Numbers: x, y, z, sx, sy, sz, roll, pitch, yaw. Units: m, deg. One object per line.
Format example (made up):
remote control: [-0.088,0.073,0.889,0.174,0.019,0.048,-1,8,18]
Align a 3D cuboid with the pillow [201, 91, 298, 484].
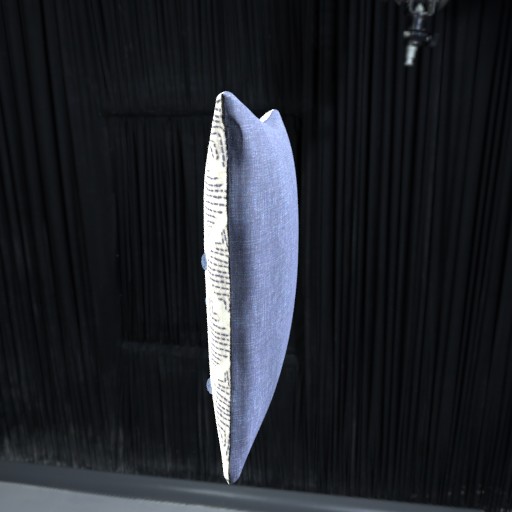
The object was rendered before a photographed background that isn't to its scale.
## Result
pillow: [0.000,0.000,0.779,0.145,0.510,0.510,2,16,8]
